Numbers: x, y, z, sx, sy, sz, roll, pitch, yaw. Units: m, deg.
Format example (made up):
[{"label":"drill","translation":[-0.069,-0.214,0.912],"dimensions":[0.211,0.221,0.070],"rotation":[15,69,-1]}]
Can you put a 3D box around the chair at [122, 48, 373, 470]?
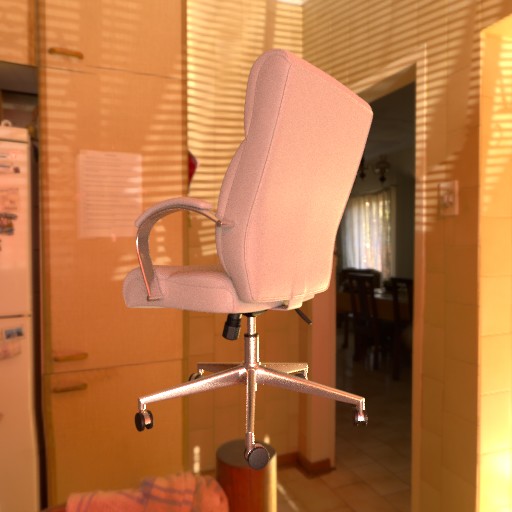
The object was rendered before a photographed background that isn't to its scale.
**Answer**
[{"label":"chair","translation":[0.000,0.000,1.549],"dimensions":[0.745,1.099,0.727],"rotation":[1,2,36]}]
